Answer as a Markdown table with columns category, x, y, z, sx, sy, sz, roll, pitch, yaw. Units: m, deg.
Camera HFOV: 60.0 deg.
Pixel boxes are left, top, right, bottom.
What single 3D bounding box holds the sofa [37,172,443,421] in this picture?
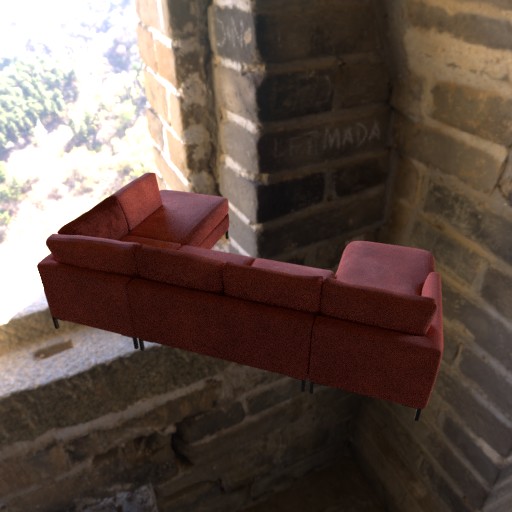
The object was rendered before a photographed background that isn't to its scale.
| category | x | y | z | sx | sy | sz | roll | pitch | yaw |
| --- | --- | --- | --- | --- | --- | --- | --- | --- | --- |
| sofa | 0.000 | 0.000 | 3.845 | 2.971 | 0.858 | 1.981 | 10 | 32 | 16 |
